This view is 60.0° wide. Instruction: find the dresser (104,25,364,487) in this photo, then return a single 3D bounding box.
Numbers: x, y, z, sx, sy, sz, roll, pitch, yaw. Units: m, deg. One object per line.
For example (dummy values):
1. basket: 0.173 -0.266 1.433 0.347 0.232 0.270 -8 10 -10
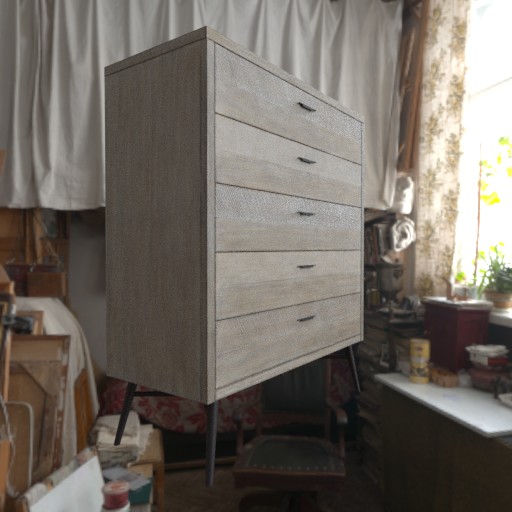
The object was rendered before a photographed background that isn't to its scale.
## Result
1. dresser: 0.000 0.000 1.701 0.457 1.219 1.016 1 1 37
